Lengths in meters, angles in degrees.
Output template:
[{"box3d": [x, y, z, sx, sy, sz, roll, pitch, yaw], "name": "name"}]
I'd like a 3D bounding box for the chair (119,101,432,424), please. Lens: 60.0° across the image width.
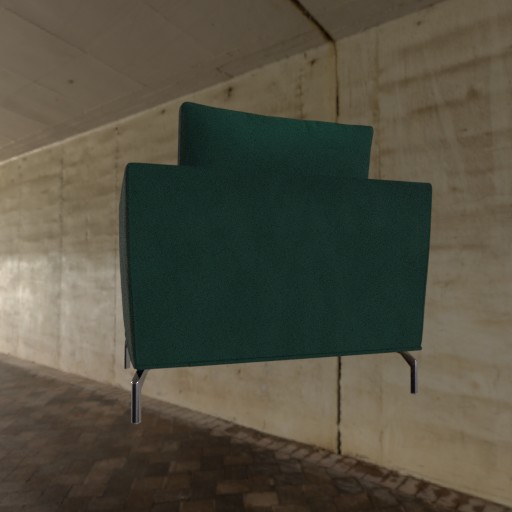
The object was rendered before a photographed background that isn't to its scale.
[{"box3d": [0.000, 0.000, 1.787, 1.047, 0.997, 0.852, 0, -2, -18], "name": "chair"}]
